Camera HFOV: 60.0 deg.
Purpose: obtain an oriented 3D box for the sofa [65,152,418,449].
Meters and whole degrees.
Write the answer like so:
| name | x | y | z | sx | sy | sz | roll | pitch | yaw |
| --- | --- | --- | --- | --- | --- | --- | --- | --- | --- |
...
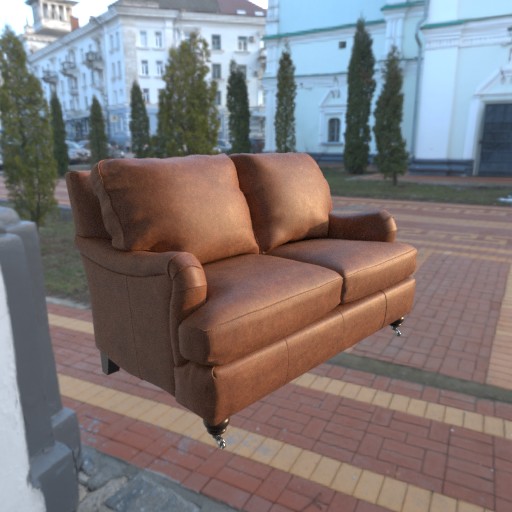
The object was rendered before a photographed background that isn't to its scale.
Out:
| name | x | y | z | sx | sy | sz | roll | pitch | yaw |
| --- | --- | --- | --- | --- | --- | --- | --- | --- | --- |
| sofa | 0.000 | 0.000 | 2.236 | 1.077 | 1.004 | 1.527 | 14 | 20 | 43 |
